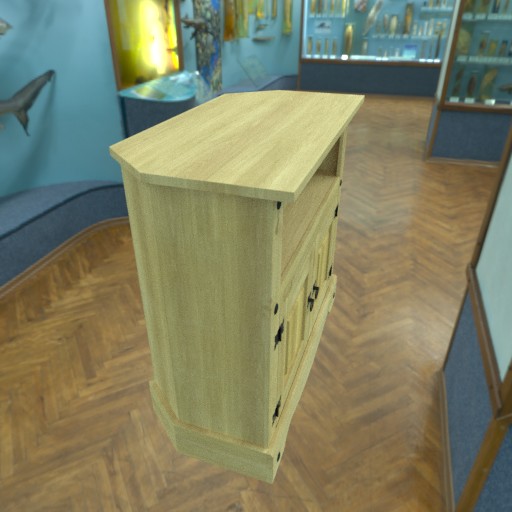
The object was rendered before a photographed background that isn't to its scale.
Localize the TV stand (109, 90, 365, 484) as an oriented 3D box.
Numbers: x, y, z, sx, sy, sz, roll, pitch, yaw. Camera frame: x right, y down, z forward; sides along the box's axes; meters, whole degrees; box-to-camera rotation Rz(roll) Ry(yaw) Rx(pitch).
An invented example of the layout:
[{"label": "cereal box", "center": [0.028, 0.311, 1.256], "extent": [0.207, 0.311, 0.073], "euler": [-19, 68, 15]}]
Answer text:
[{"label": "TV stand", "center": [0.000, 0.000, 1.302], "extent": [0.425, 0.781, 0.851], "euler": [10, 32, 17]}]
